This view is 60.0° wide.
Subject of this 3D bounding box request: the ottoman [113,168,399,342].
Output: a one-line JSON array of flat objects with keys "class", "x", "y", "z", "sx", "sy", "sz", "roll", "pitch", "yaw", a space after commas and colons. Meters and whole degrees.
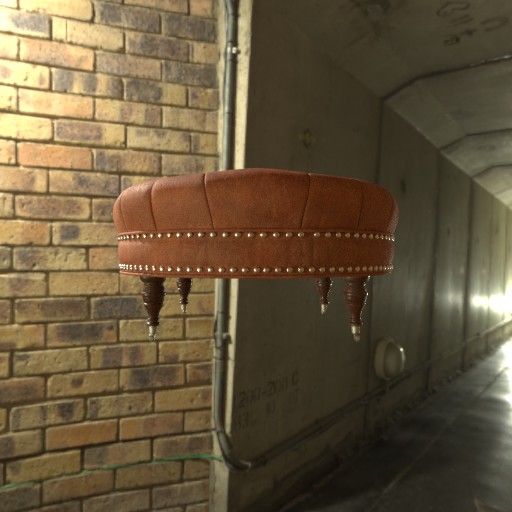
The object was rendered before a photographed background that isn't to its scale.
[{"class": "ottoman", "x": 0.000, "y": 0.000, "z": 1.434, "sx": 0.901, "sy": 0.444, "sz": 0.901, "roll": 0, "pitch": 0, "yaw": 0}]
